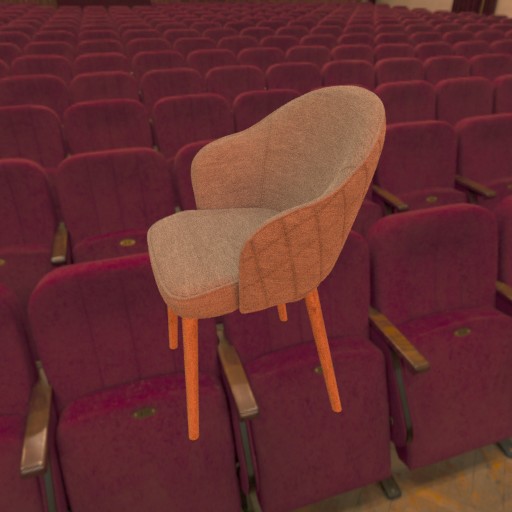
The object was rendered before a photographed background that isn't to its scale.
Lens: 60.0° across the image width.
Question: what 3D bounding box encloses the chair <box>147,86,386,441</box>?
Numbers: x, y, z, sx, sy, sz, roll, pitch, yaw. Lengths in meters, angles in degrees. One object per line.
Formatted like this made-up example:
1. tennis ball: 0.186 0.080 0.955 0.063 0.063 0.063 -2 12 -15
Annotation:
1. chair: 0.000 0.000 1.147 0.530 0.800 0.540 -9 31 -15
